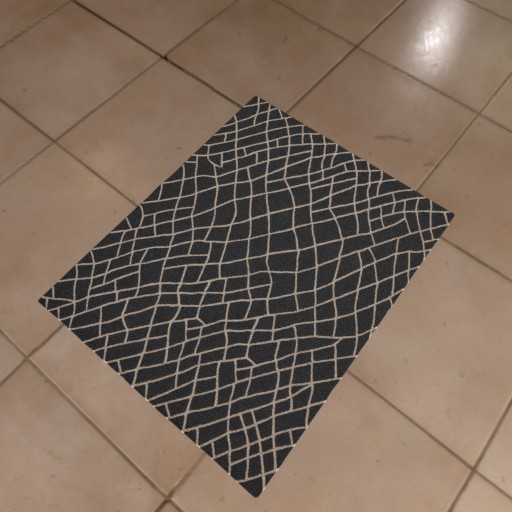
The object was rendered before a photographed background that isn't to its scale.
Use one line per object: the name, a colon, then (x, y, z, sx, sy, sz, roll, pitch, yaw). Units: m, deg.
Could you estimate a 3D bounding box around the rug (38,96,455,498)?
rug: (0.000, 0.000, 4.033, 2.439, 0.022, 3.047, 36, 70, 15)
